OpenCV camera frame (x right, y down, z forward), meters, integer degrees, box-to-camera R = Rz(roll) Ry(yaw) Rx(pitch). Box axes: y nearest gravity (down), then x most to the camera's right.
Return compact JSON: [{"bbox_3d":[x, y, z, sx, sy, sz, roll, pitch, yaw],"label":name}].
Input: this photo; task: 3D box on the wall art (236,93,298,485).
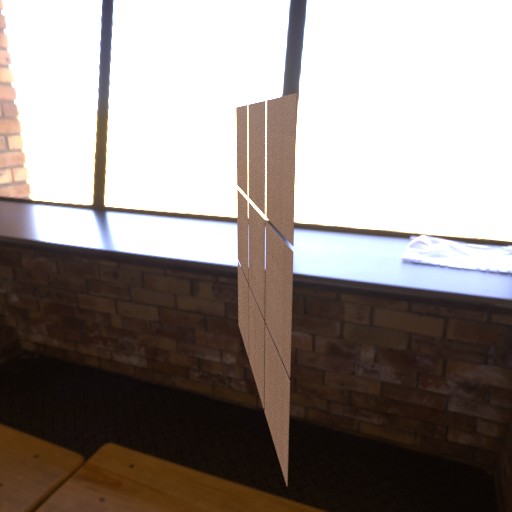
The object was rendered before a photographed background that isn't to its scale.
[{"bbox_3d":[0.000,0.000,2.298,0.002,1.505,1.517,-3,17,-9],"label":"wall art"}]
